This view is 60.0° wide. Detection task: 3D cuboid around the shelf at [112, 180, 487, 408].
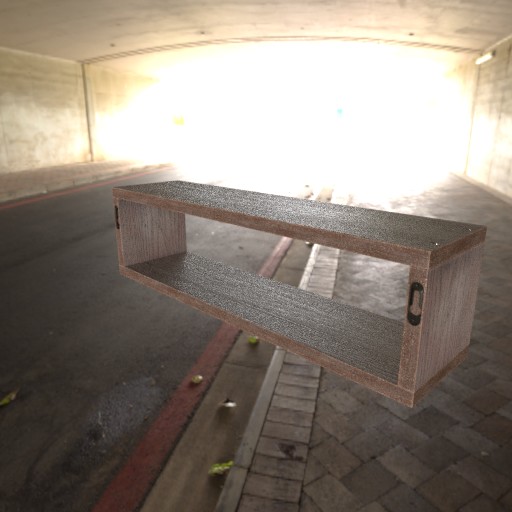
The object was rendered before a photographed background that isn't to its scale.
[{"bbox_3d":[0.000,0.000,0.694,0.150,0.170,0.610,-16,23,-43],"label":"shelf"}]
